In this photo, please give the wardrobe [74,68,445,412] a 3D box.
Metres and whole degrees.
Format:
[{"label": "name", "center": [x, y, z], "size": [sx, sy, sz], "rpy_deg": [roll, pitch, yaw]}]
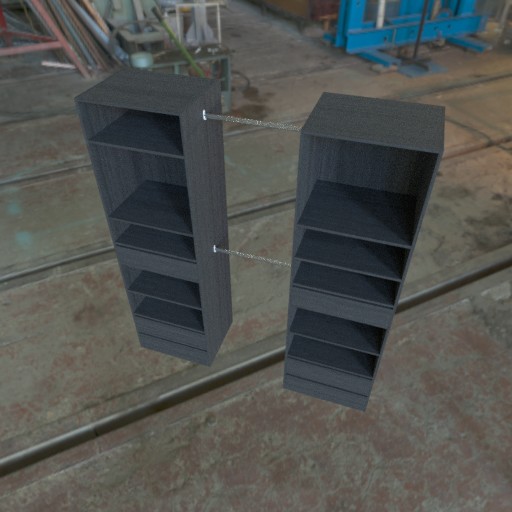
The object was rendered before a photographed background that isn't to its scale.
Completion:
[{"label": "wardrobe", "center": [0.000, 0.000, 2.836], "size": [1.770, 2.000, 0.480], "rpy_deg": [12, 42, 14]}]
